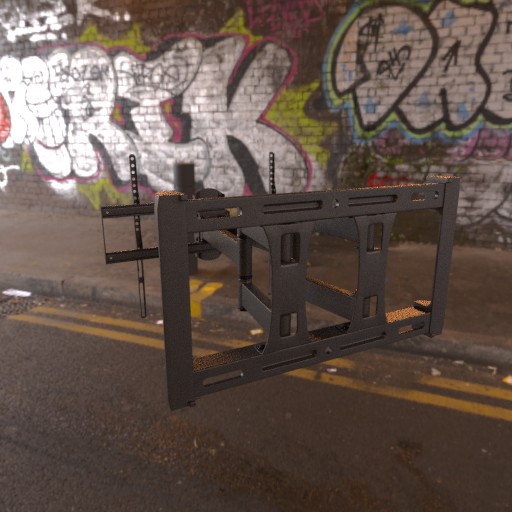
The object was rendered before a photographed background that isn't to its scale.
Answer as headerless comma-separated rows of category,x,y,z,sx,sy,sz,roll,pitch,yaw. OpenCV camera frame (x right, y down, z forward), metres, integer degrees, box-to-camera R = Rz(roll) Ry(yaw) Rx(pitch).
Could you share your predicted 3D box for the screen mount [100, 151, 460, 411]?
screen mount,0.000,0.000,1.124,0.661,0.491,0.644,-8,17,-27
